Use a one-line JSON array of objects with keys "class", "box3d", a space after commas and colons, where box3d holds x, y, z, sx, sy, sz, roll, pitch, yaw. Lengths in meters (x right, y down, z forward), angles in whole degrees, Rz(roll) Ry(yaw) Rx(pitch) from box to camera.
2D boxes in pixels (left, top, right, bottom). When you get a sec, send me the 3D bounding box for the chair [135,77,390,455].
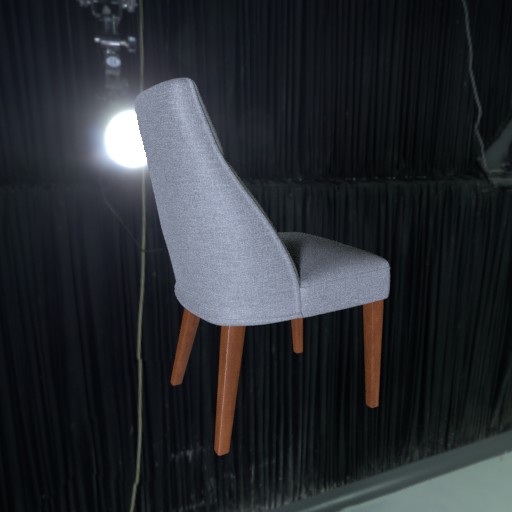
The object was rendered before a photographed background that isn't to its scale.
[{"class": "chair", "box3d": [0.000, 0.000, 1.320, 0.620, 0.930, 0.500, -7, 15, -27]}]
